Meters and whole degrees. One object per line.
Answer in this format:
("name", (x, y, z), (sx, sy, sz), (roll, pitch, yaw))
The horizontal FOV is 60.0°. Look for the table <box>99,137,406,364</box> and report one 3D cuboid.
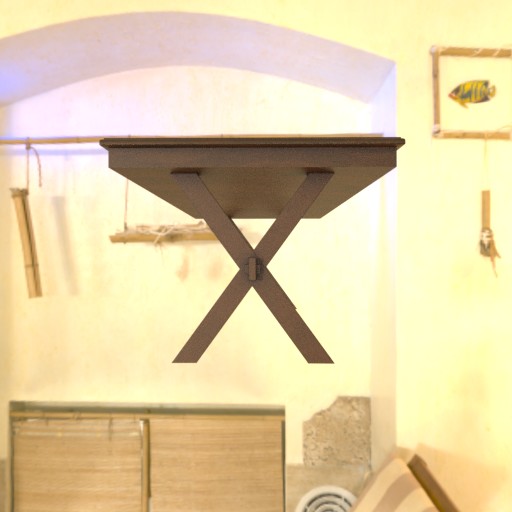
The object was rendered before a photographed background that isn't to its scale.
("table", (0.000, 0.000, 1.458), (0.594, 0.459, 1.197), (0, 0, 1))
